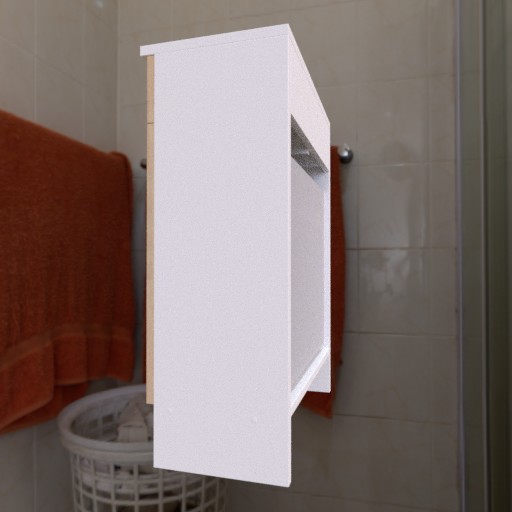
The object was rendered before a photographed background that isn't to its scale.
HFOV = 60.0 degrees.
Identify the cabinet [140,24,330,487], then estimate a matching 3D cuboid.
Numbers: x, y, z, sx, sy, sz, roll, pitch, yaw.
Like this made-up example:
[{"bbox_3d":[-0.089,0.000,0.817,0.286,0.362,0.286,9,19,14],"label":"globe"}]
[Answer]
[{"bbox_3d":[0.000,0.000,1.107,0.296,0.815,0.600,0,-1,16],"label":"cabinet"}]
